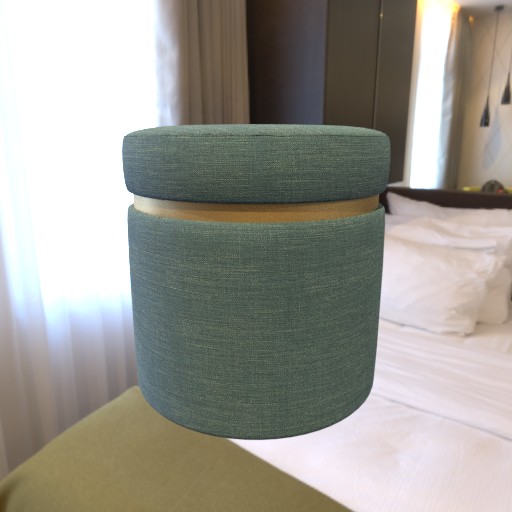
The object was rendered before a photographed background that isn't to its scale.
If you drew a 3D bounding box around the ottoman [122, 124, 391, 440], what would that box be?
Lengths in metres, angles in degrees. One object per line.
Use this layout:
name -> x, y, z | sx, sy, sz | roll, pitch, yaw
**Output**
ottoman -> 0.000, 0.000, 0.721 | 0.398, 0.406, 0.398 | 0, 14, 0
